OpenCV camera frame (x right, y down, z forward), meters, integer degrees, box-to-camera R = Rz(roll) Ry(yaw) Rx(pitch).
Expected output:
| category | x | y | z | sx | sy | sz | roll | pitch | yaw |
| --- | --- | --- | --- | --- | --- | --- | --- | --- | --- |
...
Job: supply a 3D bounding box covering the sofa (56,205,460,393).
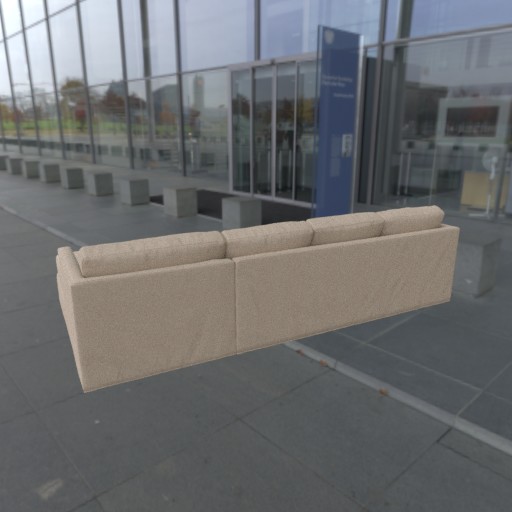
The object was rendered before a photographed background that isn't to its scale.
| category | x | y | z | sx | sy | sz | roll | pitch | yaw |
| --- | --- | --- | --- | --- | --- | --- | --- | --- | --- |
| sofa | 0.000 | 0.000 | 3.907 | 3.177 | 0.867 | 1.622 | -8 | 18 | -26 |
